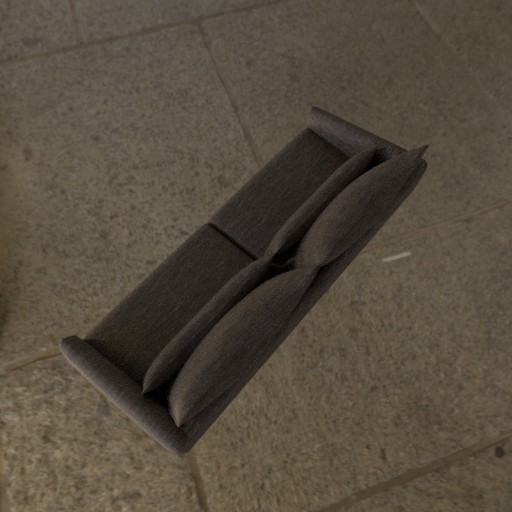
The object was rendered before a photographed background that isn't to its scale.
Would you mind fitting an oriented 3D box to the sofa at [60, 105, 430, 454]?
[{"bbox_3d":[0.000,0.000,2.344,0.807,0.843,2.019,38,71,16],"label":"sofa"}]
